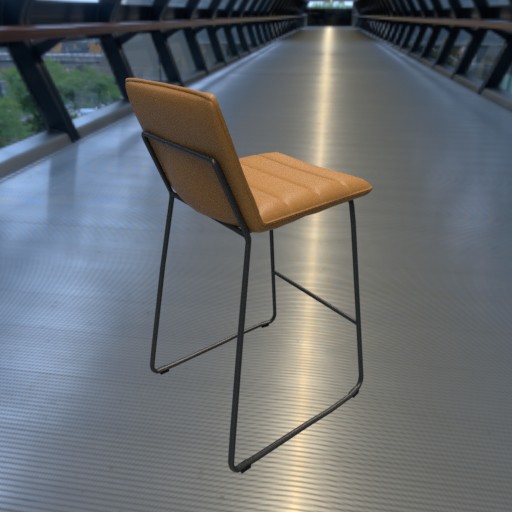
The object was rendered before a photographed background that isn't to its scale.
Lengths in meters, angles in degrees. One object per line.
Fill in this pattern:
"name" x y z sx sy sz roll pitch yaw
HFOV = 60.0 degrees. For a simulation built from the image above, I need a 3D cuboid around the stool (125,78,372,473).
"stool" 0.000 0.000 1.239 0.524 0.936 0.489 -19 33 -33
